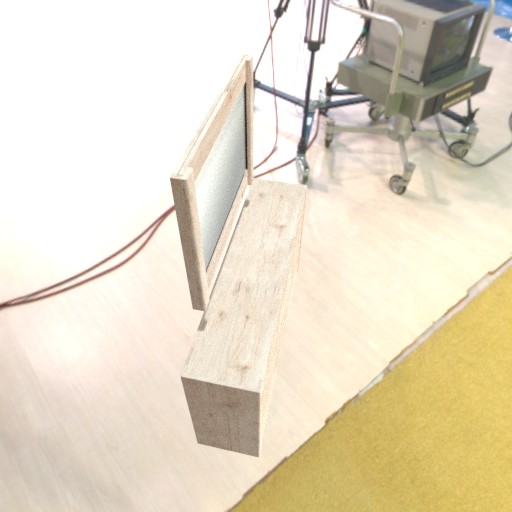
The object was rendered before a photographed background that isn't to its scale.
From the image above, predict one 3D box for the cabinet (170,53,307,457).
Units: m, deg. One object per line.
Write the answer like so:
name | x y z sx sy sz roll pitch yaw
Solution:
cabinet | 0.000 0.000 2.759 0.420 1.981 1.700 9 48 8
